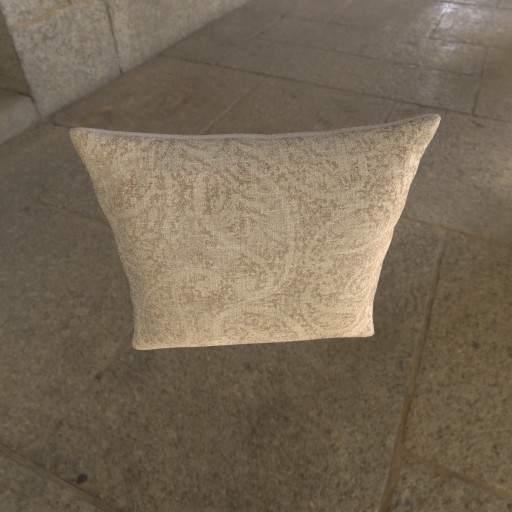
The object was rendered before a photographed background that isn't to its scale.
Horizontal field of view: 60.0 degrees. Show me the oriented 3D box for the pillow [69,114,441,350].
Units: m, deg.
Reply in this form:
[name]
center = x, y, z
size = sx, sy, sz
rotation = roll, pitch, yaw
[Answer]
[pillow]
center = 0.000, 0.000, 0.785
size = 0.523, 0.510, 0.166
rotation = -3, 45, -3
